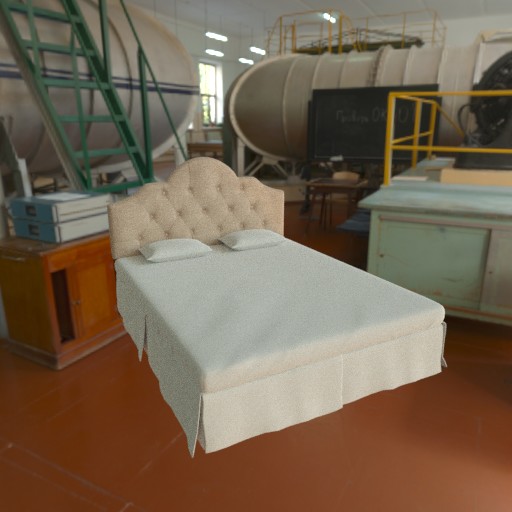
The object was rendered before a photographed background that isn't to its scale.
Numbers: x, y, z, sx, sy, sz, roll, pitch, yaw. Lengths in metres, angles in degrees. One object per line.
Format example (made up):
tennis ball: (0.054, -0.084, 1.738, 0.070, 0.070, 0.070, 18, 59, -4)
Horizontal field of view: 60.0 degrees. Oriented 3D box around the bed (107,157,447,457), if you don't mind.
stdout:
bed: (0.000, 0.000, 3.020, 1.667, 1.194, 1.970, -9, 19, -27)
